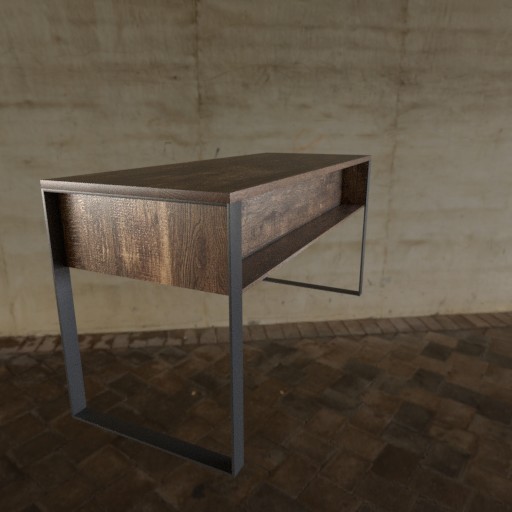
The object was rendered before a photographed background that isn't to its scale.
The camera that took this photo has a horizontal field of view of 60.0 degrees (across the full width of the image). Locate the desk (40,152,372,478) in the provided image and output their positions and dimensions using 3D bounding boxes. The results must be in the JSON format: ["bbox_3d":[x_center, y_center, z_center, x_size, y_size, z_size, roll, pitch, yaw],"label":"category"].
[{"bbox_3d":[0.000,0.000,1.864,0.599,0.762,1.524,8,18,24],"label":"desk"}]
